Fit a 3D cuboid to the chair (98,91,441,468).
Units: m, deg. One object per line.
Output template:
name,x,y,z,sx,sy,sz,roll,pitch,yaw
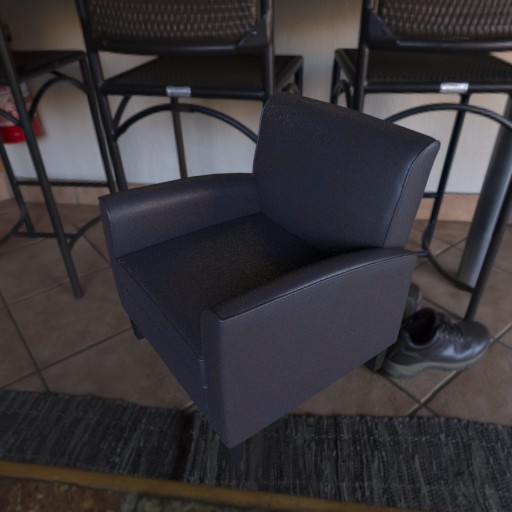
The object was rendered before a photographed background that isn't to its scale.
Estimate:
chair,0.000,0.000,1.578,0.819,0.916,0.820,-22,39,-30
